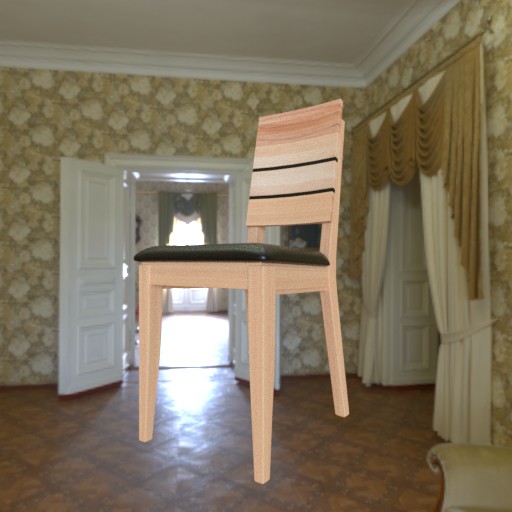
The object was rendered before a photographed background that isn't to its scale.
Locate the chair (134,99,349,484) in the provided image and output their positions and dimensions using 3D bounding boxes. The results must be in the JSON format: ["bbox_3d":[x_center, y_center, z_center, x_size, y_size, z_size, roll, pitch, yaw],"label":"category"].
[{"bbox_3d":[0.000,0.000,1.218,0.410,0.940,0.520,0,-1,35],"label":"chair"}]
